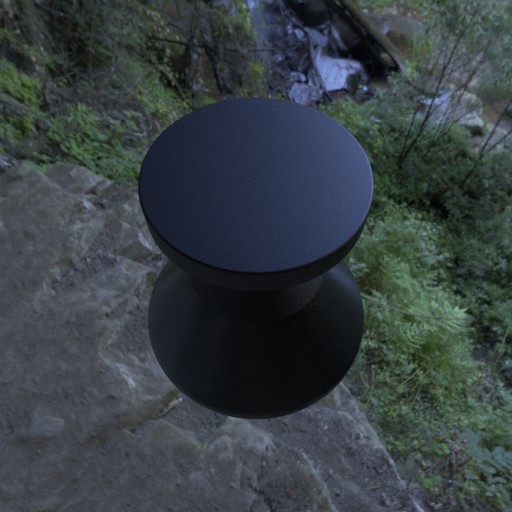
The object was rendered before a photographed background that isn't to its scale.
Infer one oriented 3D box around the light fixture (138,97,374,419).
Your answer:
[{"bbox_3d":[0.000,0.000,0.339,0.200,0.183,0.200,0,57,0],"label":"light fixture"}]
